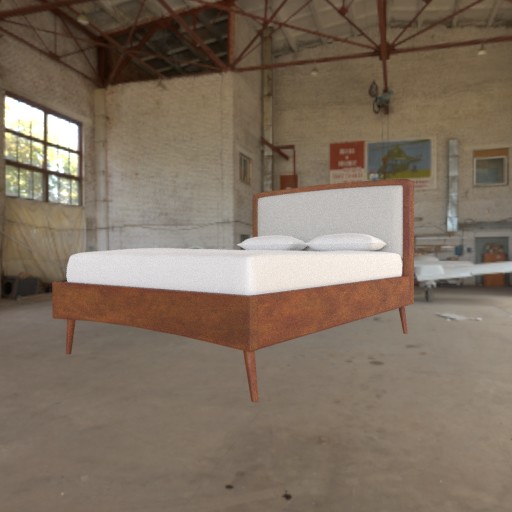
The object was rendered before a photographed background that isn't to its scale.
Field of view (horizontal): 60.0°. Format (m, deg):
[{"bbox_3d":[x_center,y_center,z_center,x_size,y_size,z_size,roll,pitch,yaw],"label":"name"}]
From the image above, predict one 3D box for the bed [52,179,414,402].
[{"bbox_3d":[0.000,0.000,3.217,1.587,1.275,2.196,0,1,37],"label":"bed"}]
